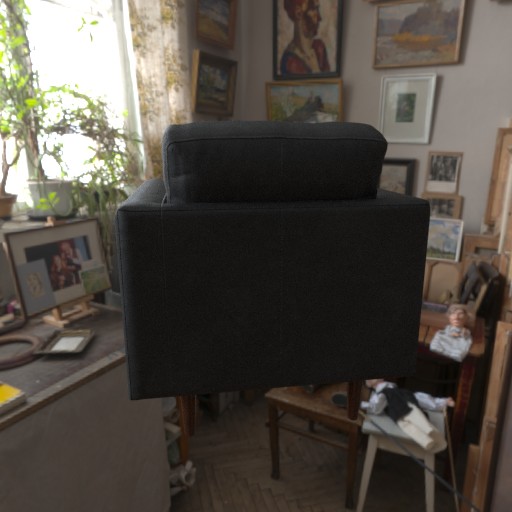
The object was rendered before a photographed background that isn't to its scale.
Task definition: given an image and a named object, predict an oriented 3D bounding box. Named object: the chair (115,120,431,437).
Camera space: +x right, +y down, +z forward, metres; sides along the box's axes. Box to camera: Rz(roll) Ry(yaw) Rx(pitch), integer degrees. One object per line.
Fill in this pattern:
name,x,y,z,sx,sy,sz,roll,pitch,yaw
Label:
chair,0.000,0.000,1.576,0.831,0.898,0.879,-2,15,-9
